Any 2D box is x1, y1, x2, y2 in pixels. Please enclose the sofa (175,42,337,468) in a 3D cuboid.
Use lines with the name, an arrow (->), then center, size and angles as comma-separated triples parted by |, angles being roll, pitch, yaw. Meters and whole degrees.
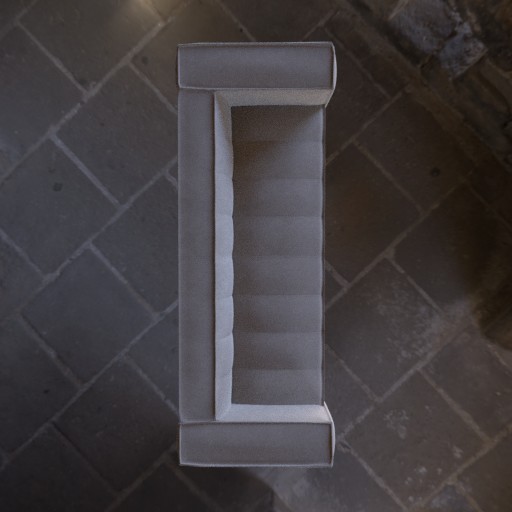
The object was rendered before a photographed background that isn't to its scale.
sofa -> 0.000, 0.000, 3.091 | 1.038, 0.680, 2.697 | 0, 91, 0
